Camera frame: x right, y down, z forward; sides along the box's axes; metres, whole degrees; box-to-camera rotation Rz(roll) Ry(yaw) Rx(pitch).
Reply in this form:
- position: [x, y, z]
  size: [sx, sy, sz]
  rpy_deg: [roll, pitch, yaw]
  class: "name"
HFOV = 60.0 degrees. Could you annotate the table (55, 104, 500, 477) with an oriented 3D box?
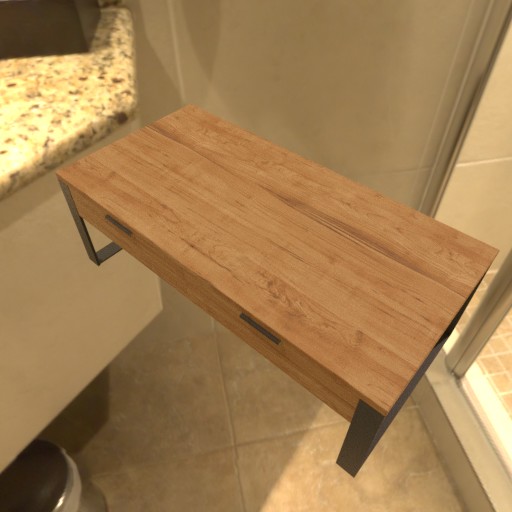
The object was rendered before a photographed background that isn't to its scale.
- position: [0.000, 0.000, 1.419]
  size: [1.180, 0.400, 0.590]
  rpy_deg: [33, 55, 27]
  class: "table"
